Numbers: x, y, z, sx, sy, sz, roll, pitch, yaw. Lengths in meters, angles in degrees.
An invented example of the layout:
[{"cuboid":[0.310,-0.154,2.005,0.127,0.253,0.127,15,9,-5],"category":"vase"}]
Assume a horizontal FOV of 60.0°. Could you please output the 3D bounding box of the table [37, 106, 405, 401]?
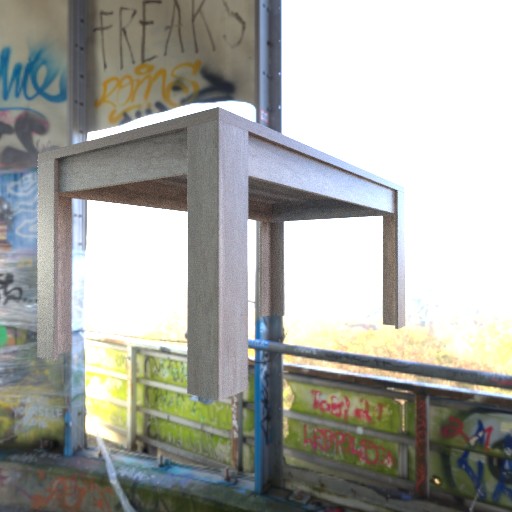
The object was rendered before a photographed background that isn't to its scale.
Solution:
[{"cuboid":[0.000,0.000,2.076,0.900,0.775,1.600,0,-1,35],"category":"table"}]
